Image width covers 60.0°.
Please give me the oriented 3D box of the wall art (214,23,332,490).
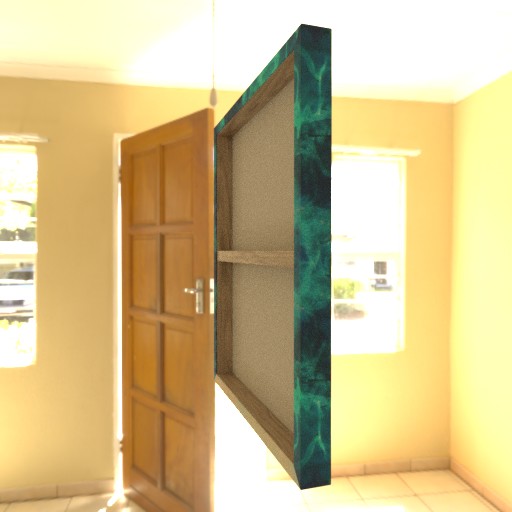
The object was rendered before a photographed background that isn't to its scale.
[{"bbox_3d":[0.000,0.000,0.693,0.038,0.508,0.432,0,1,-18],"label":"wall art"}]
